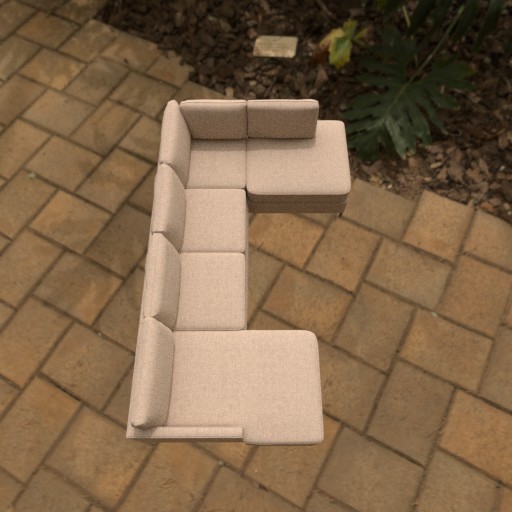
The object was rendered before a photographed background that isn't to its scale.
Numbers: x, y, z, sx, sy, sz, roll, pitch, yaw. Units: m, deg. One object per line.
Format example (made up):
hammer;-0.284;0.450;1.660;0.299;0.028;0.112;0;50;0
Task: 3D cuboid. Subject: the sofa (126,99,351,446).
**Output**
sofa;0.000;0.000;4.359;2.021;0.996;3.423;0;64;0
